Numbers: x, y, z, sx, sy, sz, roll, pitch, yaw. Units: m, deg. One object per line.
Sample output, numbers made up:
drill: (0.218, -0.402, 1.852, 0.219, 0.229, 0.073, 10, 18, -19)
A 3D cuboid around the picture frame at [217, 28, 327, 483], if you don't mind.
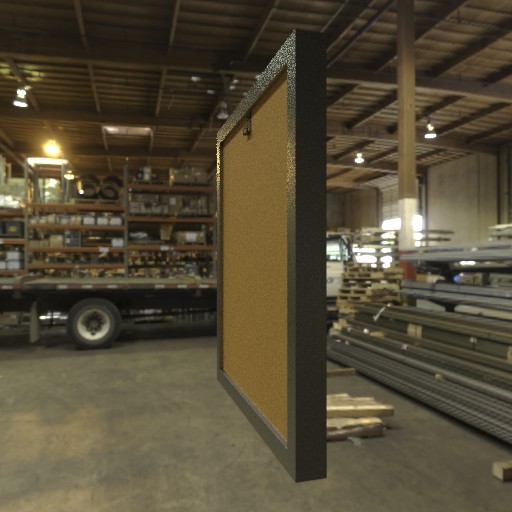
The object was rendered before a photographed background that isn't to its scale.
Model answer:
picture frame: (0.000, 0.000, 1.355, 0.073, 0.968, 0.839, 0, 0, -16)
